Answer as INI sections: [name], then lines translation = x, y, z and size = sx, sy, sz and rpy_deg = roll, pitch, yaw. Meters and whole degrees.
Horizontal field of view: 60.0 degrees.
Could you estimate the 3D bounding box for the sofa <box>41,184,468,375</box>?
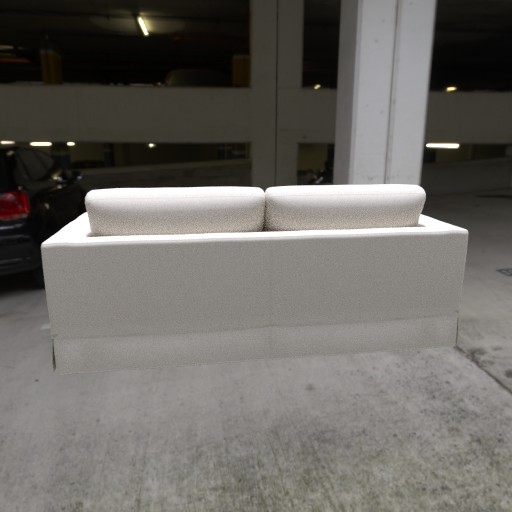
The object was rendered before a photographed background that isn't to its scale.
[sofa]
translation = 0.000, 0.000, 2.667
size = 2.163, 0.881, 0.954
rpy_deg = -2, 15, -8
